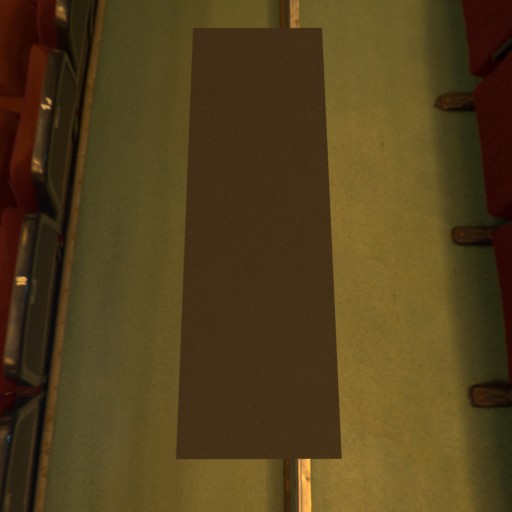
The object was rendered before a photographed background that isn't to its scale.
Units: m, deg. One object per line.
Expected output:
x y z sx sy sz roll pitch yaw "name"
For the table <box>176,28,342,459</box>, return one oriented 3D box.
0.000 0.000 1.600 0.400 0.855 1.200 0 76 0 "table"
